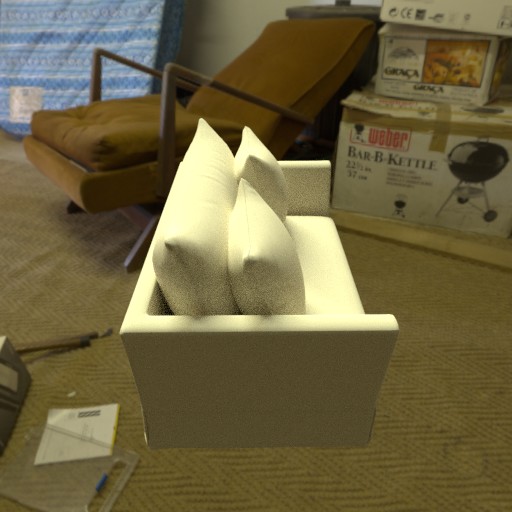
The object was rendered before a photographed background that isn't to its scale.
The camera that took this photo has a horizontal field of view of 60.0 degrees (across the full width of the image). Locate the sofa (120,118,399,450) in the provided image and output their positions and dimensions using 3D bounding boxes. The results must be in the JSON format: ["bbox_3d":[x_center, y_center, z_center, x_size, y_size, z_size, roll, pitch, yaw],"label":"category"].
[{"bbox_3d":[0.000,0.000,2.295,1.026,1.039,1.608,0,33,-1],"label":"sofa"}]
